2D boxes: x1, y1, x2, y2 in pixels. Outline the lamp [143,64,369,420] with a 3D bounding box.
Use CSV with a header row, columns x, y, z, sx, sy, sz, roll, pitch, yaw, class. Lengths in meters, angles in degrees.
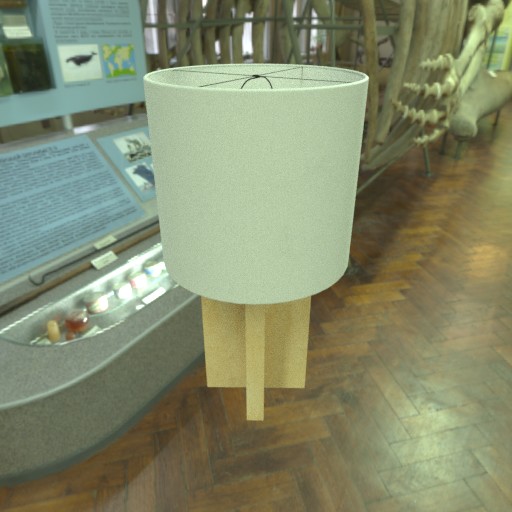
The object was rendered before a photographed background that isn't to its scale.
x,y,z,sx,sy,sz,roll,pitch,yaw,class
0.000,0.000,0.560,0.229,0.428,0.229,0,28,1,lamp
